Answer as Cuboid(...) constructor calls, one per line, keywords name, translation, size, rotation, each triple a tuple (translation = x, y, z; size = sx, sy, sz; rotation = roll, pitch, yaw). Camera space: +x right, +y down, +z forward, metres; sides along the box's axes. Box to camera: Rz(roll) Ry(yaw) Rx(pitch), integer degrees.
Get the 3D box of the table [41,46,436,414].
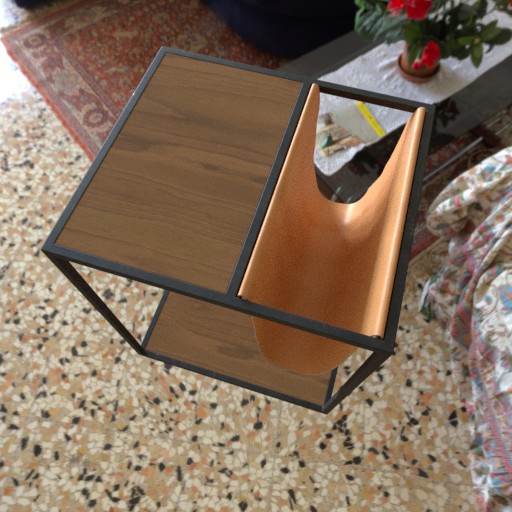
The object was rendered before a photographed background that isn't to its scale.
Cuboid(name="table", translation=(0.000, 0.000, 0.853), size=(0.450, 0.536, 0.399), rotation=(16, 64, 8))
